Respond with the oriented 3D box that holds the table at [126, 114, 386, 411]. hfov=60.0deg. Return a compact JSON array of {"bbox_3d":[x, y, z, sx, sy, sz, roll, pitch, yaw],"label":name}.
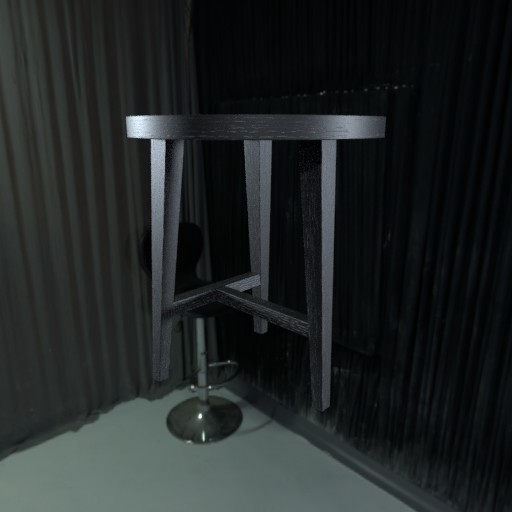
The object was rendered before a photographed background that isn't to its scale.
[{"bbox_3d":[0.000,0.000,0.771,0.399,0.460,0.399,0,16,0],"label":"table"}]
